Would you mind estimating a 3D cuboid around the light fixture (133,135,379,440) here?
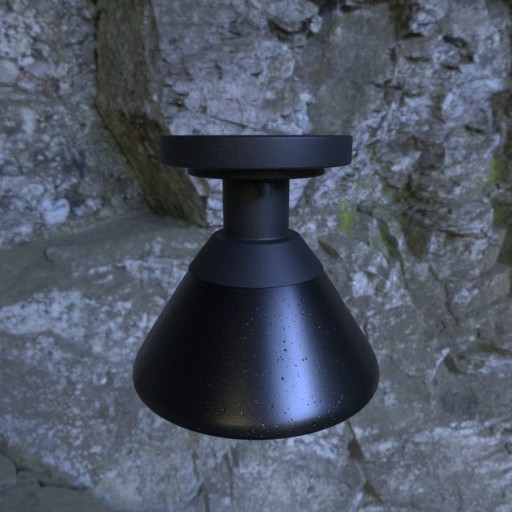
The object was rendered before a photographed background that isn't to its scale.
[{"bbox_3d":[0.000,0.000,0.349,0.200,0.183,0.200,0,15,0],"label":"light fixture"}]
